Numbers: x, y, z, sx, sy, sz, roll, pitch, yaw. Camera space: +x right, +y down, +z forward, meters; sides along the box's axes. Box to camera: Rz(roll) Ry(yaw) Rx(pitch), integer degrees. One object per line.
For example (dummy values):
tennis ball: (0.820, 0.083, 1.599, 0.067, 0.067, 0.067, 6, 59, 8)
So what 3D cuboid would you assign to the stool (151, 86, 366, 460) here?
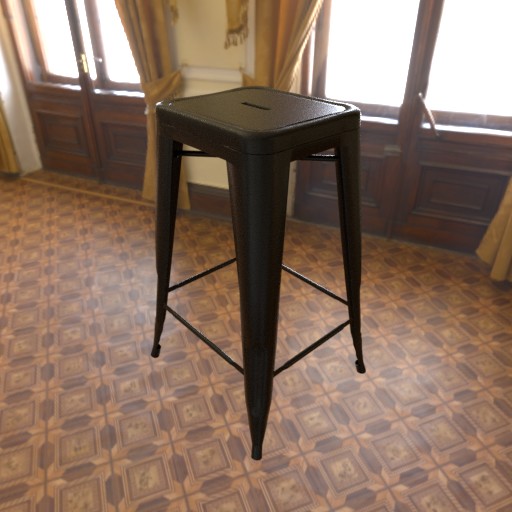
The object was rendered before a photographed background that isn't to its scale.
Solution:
stool: (0.000, 0.000, 0.920, 0.455, 0.609, 0.423, 21, 37, 31)
